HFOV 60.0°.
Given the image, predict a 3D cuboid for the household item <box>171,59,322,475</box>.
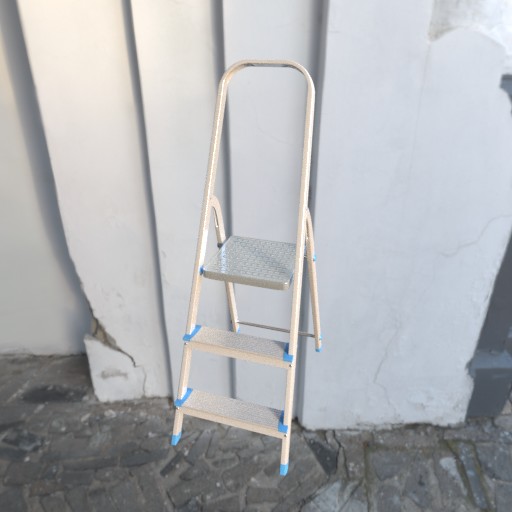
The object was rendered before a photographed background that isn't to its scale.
[{"bbox_3d":[0.000,0.000,1.513,0.420,1.215,0.687,8,29,15],"label":"household item"}]
